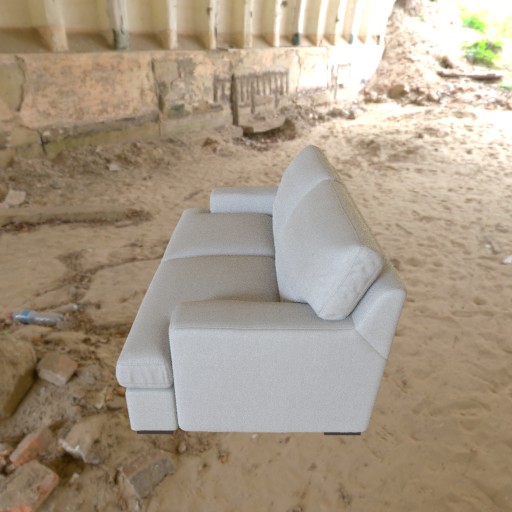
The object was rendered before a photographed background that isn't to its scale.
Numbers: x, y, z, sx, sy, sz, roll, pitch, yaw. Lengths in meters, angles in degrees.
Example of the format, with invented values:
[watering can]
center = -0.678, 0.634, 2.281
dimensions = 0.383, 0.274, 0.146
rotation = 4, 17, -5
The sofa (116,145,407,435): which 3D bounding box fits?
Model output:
[sofa]
center = 0.000, 0.000, 2.560
dimensions = 1.143, 0.940, 1.880
rotation = 0, 26, 0
